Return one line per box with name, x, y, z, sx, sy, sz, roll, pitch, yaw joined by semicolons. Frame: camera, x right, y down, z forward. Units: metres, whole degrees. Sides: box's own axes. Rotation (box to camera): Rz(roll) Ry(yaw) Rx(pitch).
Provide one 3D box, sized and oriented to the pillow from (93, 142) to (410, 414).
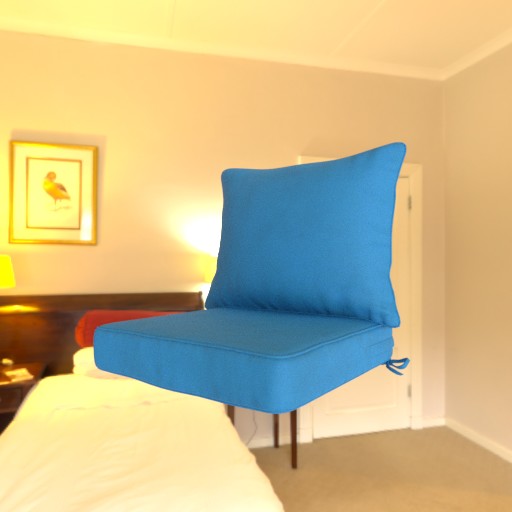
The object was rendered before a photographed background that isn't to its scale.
pillow;0.000;0.000;1.392;0.798;0.725;0.733;0;0;37
